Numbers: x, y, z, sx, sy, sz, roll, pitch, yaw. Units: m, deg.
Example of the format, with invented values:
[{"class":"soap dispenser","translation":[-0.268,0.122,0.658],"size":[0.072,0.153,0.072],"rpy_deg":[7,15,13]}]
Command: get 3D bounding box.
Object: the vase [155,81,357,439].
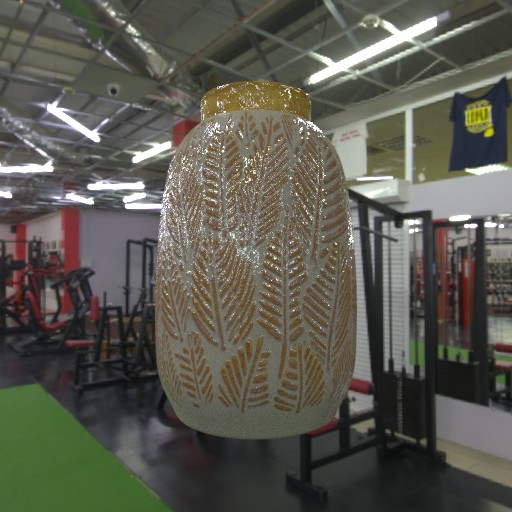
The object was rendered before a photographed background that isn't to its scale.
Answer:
[{"class":"vase","translation":[0.000,0.000,0.388],"size":[0.172,0.270,0.172],"rpy_deg":[0,-1,0]}]
